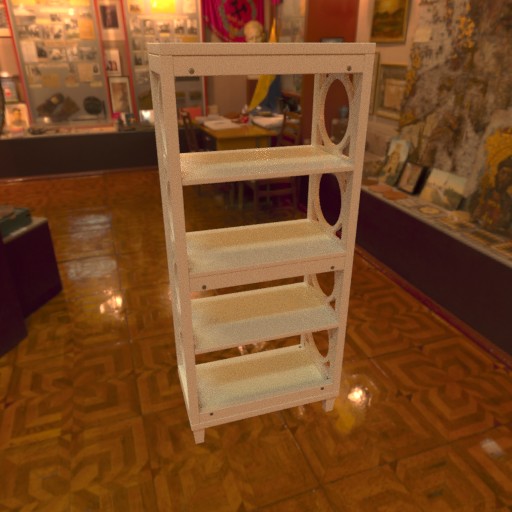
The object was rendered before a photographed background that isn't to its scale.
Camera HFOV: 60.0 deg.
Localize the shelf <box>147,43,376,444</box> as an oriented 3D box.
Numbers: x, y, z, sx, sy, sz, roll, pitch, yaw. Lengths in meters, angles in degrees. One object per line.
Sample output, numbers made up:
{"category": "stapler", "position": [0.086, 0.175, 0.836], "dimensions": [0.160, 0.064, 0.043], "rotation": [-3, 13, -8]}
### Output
{"category": "shelf", "position": [0.000, 0.000, 1.628], "dimensions": [0.611, 1.411, 0.340], "rotation": [-8, 27, -16]}
